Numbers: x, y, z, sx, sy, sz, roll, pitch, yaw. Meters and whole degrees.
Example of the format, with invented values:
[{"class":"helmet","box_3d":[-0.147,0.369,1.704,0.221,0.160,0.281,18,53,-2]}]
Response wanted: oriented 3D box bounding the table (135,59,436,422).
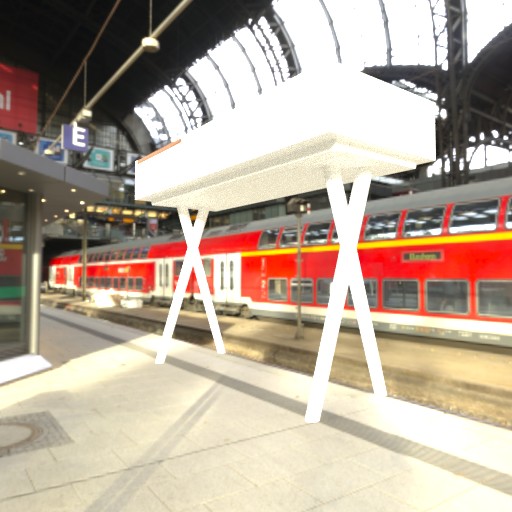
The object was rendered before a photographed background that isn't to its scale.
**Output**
[{"class":"table","box_3d":[0.000,0.000,1.464,0.418,0.785,1.066,2,-3,-37]}]
